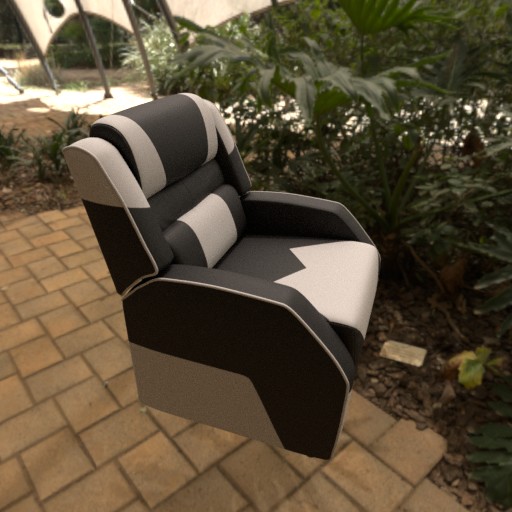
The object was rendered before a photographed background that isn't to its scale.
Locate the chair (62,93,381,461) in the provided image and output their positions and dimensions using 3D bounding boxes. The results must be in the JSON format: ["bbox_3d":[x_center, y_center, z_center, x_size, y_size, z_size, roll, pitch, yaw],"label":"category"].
[{"bbox_3d":[0.000,0.000,1.263,0.672,0.805,0.620,10,31,18],"label":"chair"}]
